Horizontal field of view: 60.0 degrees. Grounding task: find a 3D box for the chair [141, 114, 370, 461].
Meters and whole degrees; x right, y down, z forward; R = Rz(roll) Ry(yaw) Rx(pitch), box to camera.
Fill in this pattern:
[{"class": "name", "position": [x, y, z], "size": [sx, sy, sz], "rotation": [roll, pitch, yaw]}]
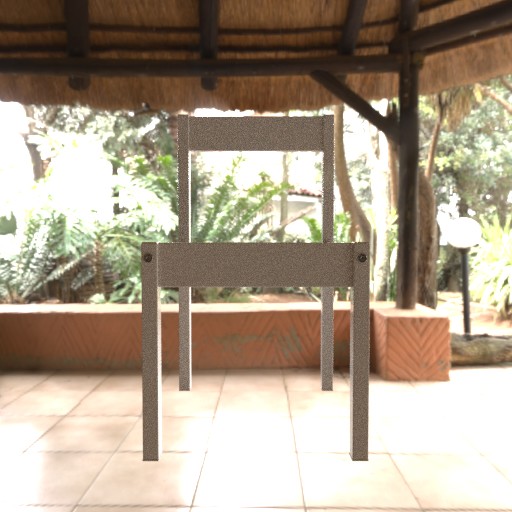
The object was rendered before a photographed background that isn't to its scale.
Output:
[{"class": "chair", "position": [0.000, 0.000, 0.687], "size": [0.285, 0.505, 0.285], "rotation": [0, 2, 0]}]
